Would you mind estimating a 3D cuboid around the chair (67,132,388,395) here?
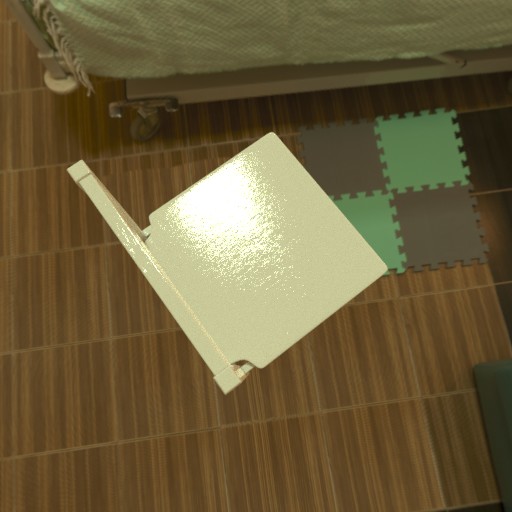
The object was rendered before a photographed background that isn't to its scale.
[{"bbox_3d":[0.000,0.000,0.896,0.361,0.668,0.367,-36,79,-8],"label":"chair"}]
